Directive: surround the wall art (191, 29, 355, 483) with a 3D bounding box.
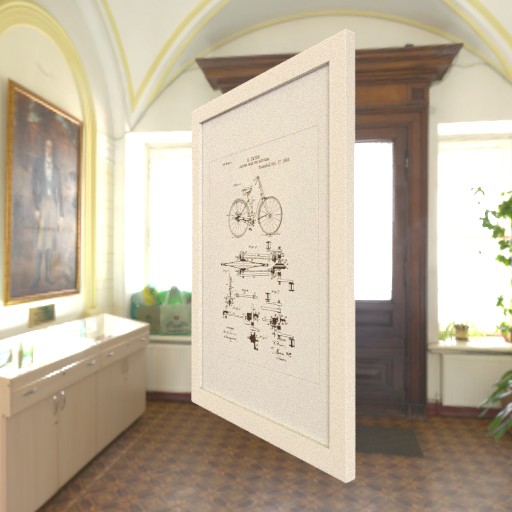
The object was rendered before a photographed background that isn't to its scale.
[{"bbox_3d":[0.000,0.000,0.601,0.015,0.477,0.332,0,0,-37],"label":"wall art"}]
